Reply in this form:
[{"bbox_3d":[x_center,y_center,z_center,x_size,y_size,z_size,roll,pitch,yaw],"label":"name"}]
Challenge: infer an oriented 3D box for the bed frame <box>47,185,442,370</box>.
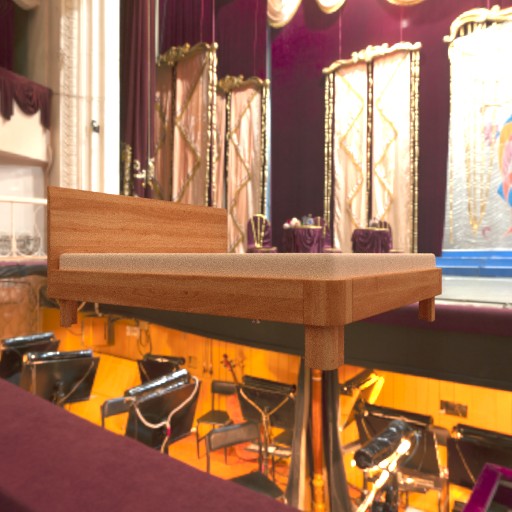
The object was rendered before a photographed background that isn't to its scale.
[{"bbox_3d":[0.000,0.000,3.118,2.092,0.940,1.872,0,0,35],"label":"bed frame"}]
